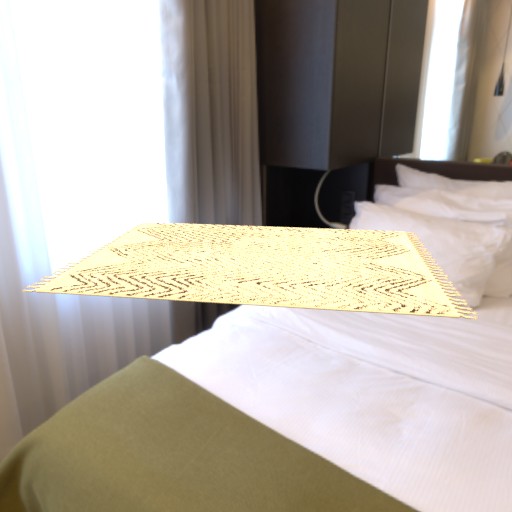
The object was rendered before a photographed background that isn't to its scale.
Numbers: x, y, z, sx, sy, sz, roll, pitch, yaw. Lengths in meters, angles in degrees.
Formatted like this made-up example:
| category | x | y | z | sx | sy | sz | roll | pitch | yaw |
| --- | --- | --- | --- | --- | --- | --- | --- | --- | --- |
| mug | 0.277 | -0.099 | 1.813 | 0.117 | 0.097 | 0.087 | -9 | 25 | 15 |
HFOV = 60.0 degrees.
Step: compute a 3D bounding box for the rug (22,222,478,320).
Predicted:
| category | x | y | z | sx | sy | sz | roll | pitch | yaw |
| --- | --- | --- | --- | --- | --- | --- | --- | --- | --- |
| rug | 0.000 | 0.000 | 2.318 | 1.847 | 0.014 | 1.230 | 3 | 18 | 8 |
